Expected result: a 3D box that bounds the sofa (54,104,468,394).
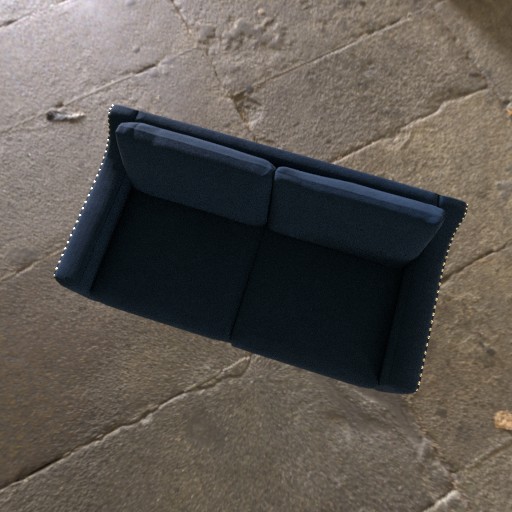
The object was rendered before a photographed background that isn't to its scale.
[{"bbox_3d":[0.000,0.000,2.688,2.107,0.983,1.104,17,75,4],"label":"sofa"}]
